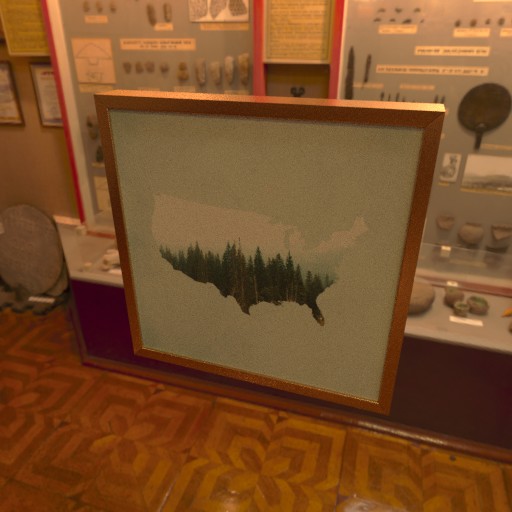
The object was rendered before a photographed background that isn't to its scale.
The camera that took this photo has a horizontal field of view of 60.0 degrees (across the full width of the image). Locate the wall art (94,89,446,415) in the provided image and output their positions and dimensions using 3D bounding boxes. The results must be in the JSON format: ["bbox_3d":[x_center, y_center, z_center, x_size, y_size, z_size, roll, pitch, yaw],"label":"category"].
[{"bbox_3d":[0.000,0.000,0.451,0.304,0.304,0.038,9,28,17],"label":"wall art"}]
